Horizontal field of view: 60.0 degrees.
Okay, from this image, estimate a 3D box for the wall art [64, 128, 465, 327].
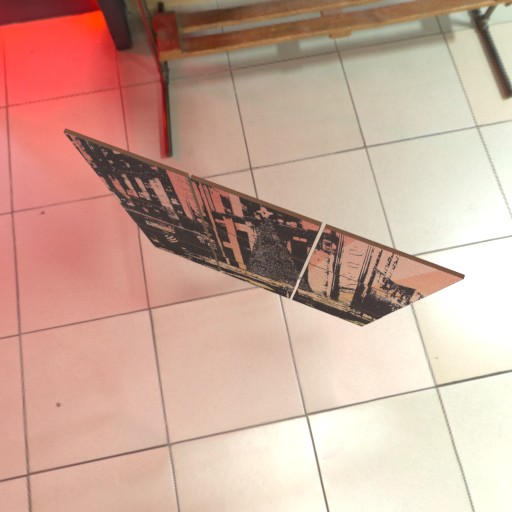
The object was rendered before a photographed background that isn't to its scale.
[{"bbox_3d":[0.000,0.000,2.307,1.527,1.521,0.017,21,76,5],"label":"wall art"}]
